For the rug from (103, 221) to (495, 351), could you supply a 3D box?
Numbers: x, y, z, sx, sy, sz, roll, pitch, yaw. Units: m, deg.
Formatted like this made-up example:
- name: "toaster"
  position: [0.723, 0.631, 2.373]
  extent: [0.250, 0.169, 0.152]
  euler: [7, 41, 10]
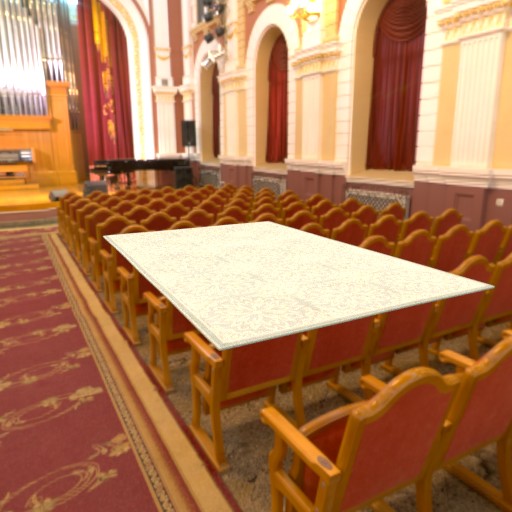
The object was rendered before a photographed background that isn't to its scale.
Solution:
- name: "rug"
  position: [0.000, 0.000, 2.306]
  extent: [1.219, 0.012, 1.840]
  euler: [-7, 16, -27]
